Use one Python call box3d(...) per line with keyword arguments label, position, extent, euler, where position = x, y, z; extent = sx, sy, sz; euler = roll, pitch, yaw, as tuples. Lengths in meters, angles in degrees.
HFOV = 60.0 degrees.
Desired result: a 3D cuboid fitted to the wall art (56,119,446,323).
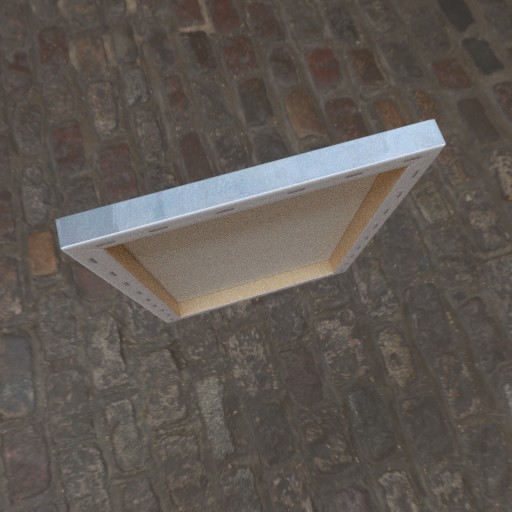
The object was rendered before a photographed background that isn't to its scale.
box3d(label="wall art", position=(0.000, 0.000, 0.796), extent=(0.455, 0.613, 0.037), euler=(-16, 75, -4))
